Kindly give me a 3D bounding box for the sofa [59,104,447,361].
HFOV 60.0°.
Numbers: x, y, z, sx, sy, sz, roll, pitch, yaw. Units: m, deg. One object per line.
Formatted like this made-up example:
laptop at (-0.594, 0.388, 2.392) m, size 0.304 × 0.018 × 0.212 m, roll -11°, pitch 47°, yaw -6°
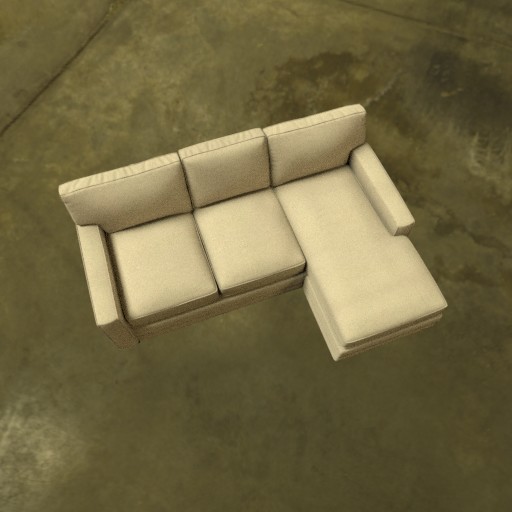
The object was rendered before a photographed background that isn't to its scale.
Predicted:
sofa at (0.000, 0.000, 2.895) m, size 2.087 × 0.861 × 1.496 m, roll -18°, pitch 64°, yaw -9°
